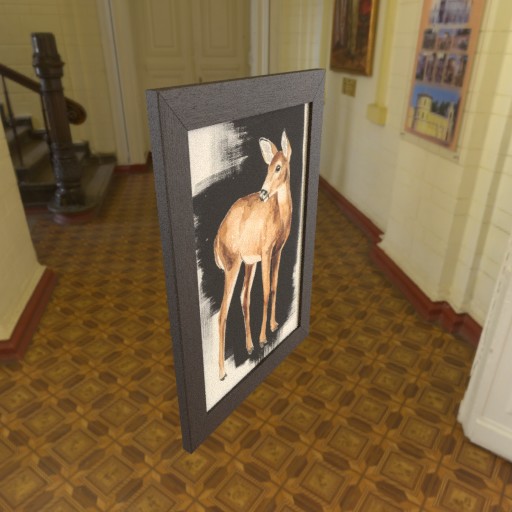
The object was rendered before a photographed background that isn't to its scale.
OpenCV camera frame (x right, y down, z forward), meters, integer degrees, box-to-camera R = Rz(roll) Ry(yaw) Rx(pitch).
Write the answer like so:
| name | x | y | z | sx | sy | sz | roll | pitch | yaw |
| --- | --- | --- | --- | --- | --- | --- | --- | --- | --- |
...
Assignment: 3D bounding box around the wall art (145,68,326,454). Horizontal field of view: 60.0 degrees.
| name | x | y | z | sx | sy | sz | roll | pitch | yaw |
| --- | --- | --- | --- | --- | --- | --- | --- | --- | --- |
| wall art | 0.000 | 0.000 | 0.683 | 0.017 | 0.513 | 0.359 | 18 | 32 | 31 |
